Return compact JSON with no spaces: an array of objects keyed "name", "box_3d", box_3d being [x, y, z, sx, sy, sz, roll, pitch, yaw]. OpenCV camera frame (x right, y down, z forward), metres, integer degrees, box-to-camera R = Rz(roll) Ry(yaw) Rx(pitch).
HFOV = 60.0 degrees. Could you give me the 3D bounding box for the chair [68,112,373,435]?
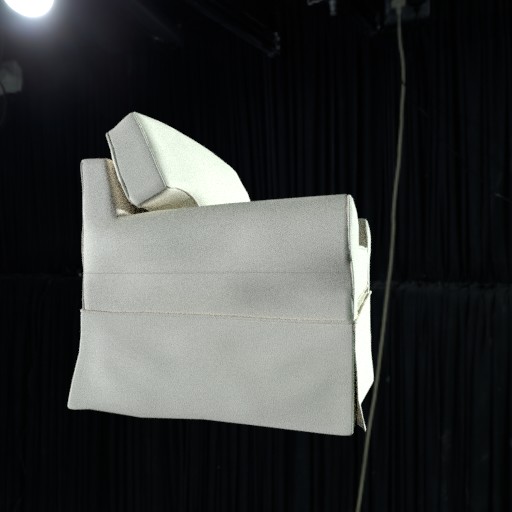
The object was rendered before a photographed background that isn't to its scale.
[{"name":"chair","box_3d":[0.000,0.000,1.762,0.904,0.958,1.099,0,0,17]}]
